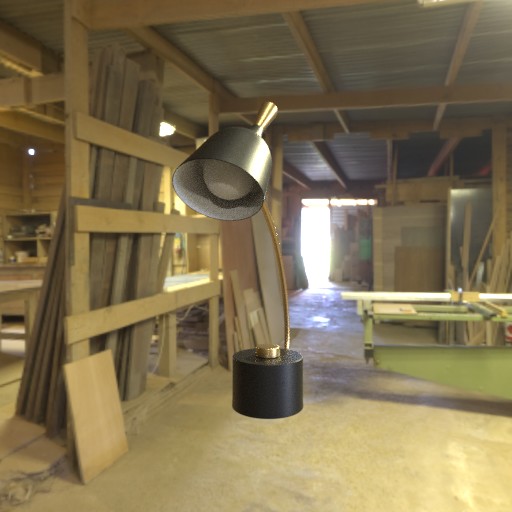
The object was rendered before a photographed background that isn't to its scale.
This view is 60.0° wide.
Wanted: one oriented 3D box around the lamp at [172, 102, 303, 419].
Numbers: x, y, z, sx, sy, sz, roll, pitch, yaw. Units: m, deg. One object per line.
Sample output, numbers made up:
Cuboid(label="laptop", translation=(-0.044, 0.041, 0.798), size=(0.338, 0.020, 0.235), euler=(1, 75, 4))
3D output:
Cuboid(label="lamp", translation=(0.000, 0.000, 0.627), size=(0.110, 0.464, 0.352), euler=(0, 1, 19))
